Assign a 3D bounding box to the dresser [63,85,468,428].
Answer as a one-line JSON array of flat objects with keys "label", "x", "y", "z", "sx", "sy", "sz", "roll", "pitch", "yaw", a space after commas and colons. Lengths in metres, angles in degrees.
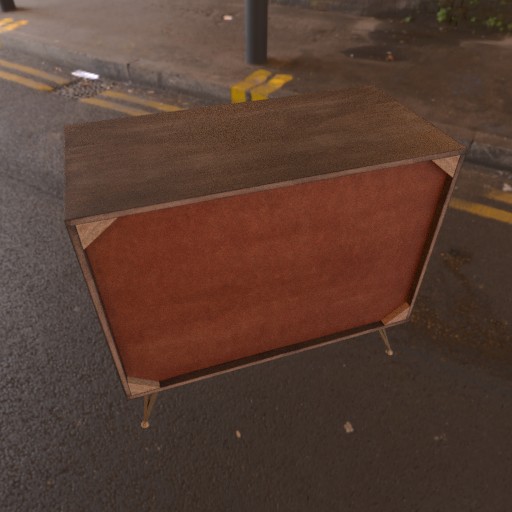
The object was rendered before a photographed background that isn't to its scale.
[{"label": "dresser", "x": 0.000, "y": 0.000, "z": 1.378, "sx": 0.923, "sy": 0.801, "sz": 0.453, "roll": -12, "pitch": 42, "yaw": -14}]
